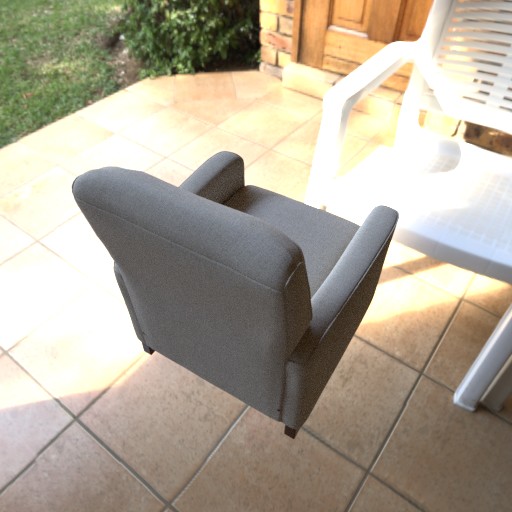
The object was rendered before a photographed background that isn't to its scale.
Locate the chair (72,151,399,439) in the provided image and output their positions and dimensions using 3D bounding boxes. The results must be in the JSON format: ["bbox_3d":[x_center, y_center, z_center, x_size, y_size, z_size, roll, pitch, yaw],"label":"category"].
[{"bbox_3d":[0.000,0.000,1.662,0.845,1.023,0.859,23,51,21],"label":"chair"}]
